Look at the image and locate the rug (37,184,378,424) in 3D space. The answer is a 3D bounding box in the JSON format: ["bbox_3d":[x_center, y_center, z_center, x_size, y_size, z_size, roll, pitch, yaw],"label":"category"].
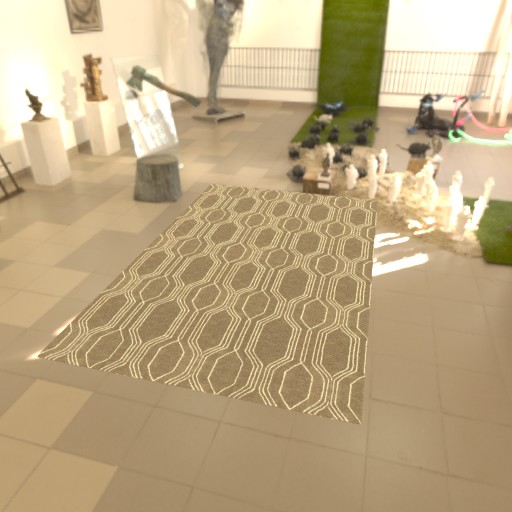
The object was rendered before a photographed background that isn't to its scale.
[{"bbox_3d":[0.000,0.000,3.003,1.541,0.012,2.457,7,30,13],"label":"rug"}]
